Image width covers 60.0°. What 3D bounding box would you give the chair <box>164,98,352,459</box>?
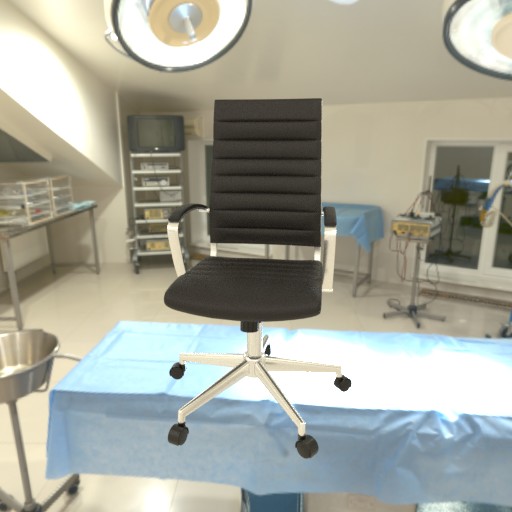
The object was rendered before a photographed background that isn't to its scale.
[{"bbox_3d":[0.000,0.000,1.640,0.766,1.149,0.739,2,15,8],"label":"chair"}]
